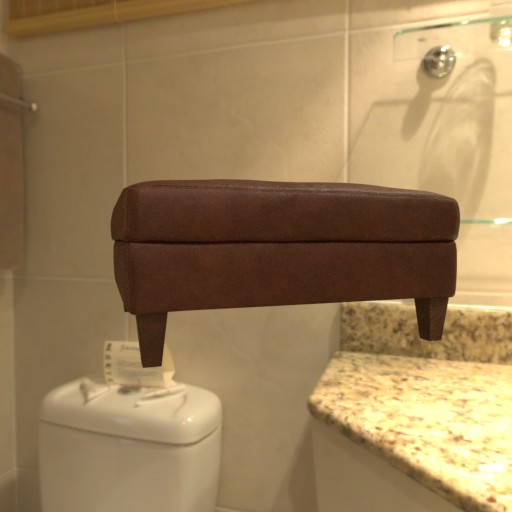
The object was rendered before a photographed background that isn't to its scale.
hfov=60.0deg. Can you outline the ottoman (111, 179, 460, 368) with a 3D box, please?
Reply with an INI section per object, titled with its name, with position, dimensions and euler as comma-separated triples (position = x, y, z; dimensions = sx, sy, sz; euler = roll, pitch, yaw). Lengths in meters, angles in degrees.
[ottoman]
position = 0.000, 0.000, 1.363
dimensions = 0.836, 0.415, 0.844
euler = -1, 2, -19
